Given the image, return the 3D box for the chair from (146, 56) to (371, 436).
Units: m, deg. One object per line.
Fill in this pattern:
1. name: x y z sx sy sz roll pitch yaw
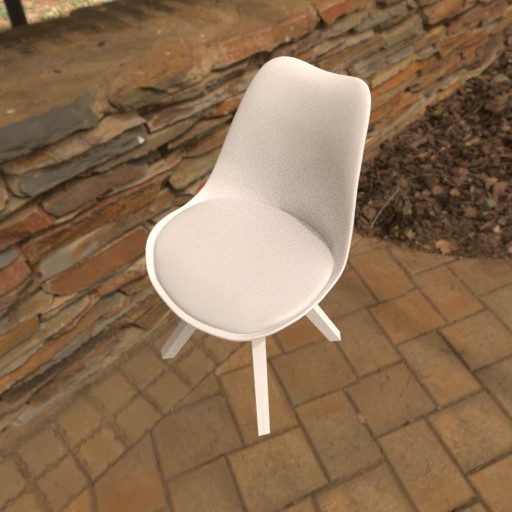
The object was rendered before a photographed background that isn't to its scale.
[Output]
1. chair: 0.000 0.000 1.201 0.485 0.850 0.550 30 54 25
